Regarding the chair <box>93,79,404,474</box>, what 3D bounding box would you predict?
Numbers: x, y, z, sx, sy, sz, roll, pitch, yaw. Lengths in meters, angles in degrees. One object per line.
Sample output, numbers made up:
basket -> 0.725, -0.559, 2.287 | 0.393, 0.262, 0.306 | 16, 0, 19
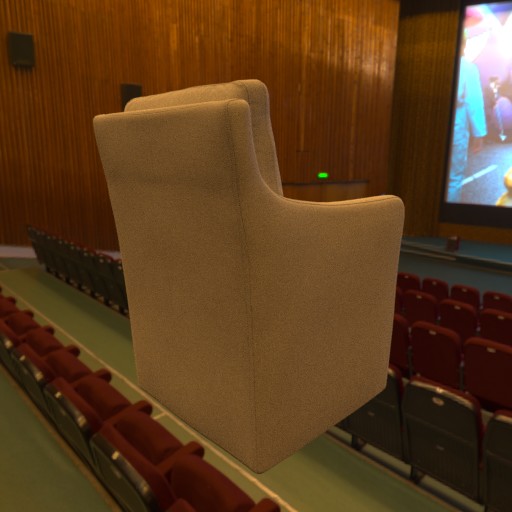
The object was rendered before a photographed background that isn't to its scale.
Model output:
chair -> 0.000, 0.000, 1.333 | 0.694, 0.914, 0.626 | -13, 18, -42
